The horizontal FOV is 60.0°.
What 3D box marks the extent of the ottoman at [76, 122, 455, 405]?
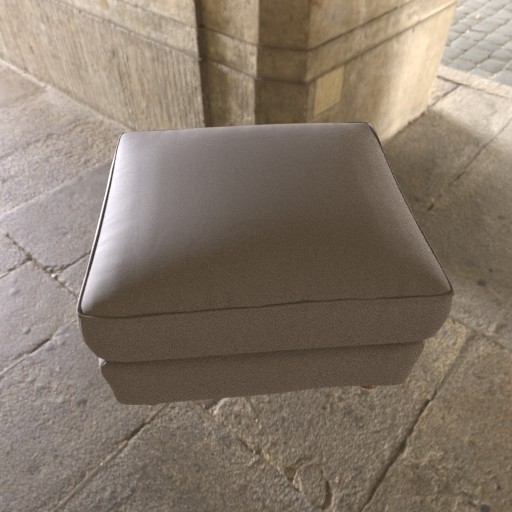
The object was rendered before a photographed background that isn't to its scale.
[{"bbox_3d":[0.000,0.000,1.135,0.721,0.505,0.662,-3,47,-3],"label":"ottoman"}]
